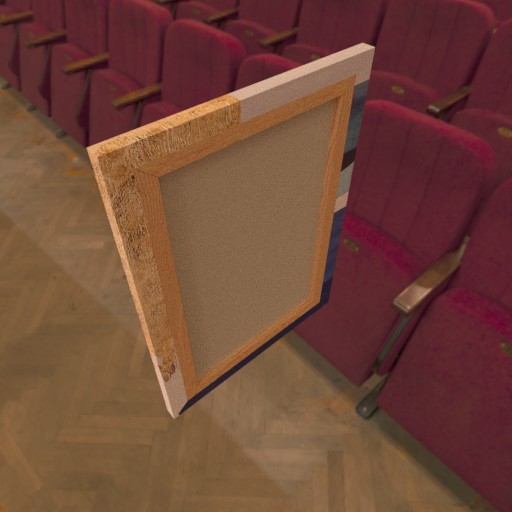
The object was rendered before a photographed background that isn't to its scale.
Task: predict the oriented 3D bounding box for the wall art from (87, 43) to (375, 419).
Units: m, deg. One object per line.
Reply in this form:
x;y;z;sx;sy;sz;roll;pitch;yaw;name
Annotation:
0.000;0.000;0.790;0.458;0.613;0.026;-32;53;-28;wall art
